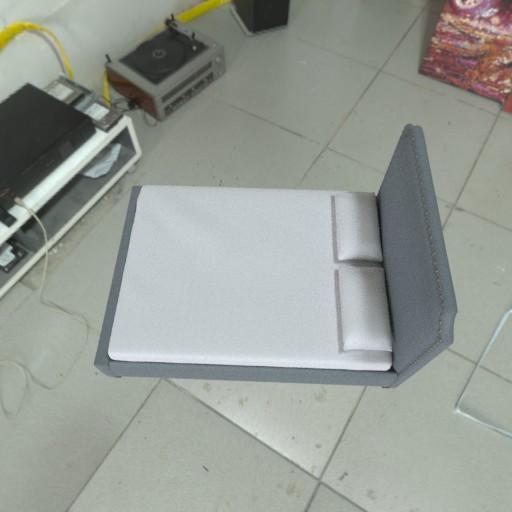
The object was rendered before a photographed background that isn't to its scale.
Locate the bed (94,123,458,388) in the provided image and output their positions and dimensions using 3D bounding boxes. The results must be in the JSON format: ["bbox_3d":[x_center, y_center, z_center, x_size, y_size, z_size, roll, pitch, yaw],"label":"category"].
[{"bbox_3d":[0.000,0.000,3.455,2.372,1.443,1.712,2,61,1],"label":"bed"}]
